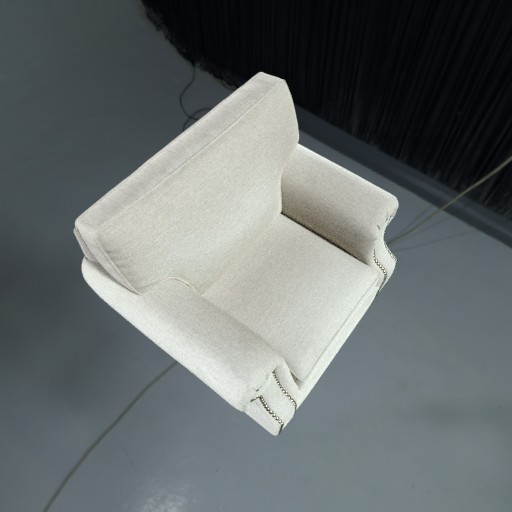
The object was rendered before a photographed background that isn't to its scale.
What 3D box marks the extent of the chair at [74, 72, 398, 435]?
[{"bbox_3d":[0.000,0.000,1.865,0.965,0.961,1.092,33,64,19],"label":"chair"}]
